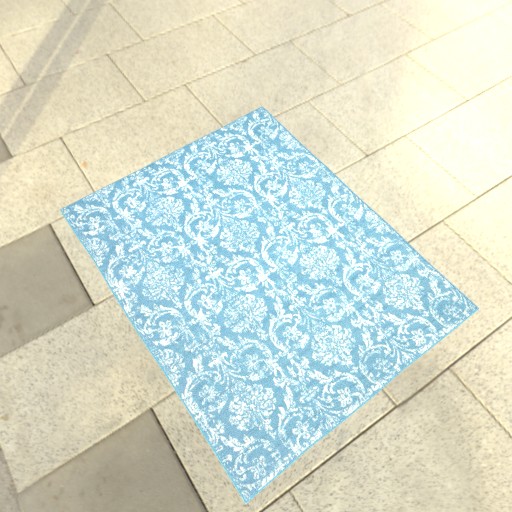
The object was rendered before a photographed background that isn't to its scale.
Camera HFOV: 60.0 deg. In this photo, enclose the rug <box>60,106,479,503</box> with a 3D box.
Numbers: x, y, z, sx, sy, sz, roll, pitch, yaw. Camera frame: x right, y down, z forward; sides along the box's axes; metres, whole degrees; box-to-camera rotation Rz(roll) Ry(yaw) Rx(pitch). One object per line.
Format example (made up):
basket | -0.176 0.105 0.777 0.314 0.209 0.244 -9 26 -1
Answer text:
rug | 0.000 0.000 3.890 2.363 0.012 2.980 -32 65 -17
